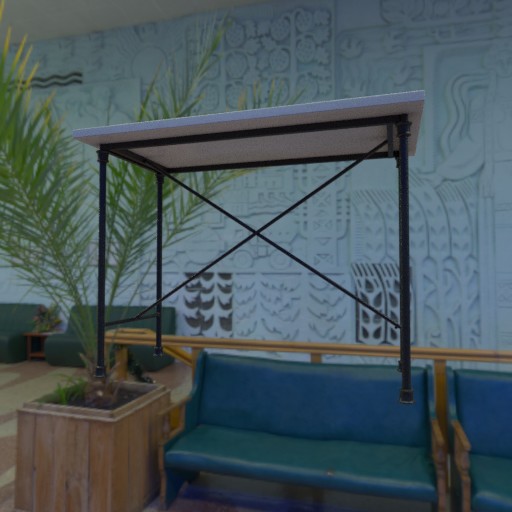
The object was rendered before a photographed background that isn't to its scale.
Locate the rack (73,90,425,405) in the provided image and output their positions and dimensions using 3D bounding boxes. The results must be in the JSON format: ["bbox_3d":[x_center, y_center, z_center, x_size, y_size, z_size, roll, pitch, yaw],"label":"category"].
[{"bbox_3d":[0.000,0.000,1.663,1.159,0.880,0.613,-1,-2,17],"label":"rack"}]
